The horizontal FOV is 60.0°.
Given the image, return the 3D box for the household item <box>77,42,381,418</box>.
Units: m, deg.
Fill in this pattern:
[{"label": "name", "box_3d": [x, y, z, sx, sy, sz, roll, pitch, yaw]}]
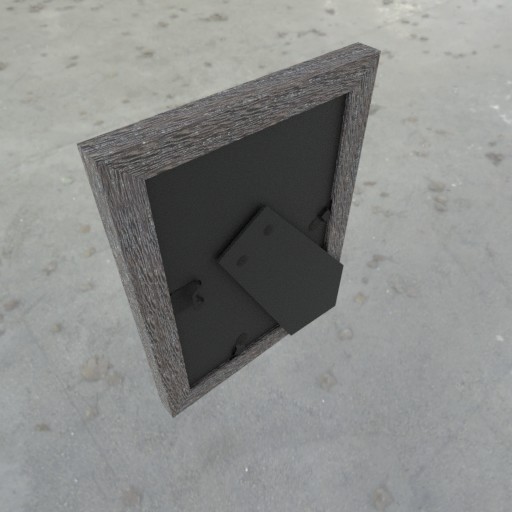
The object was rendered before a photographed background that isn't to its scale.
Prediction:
[{"label": "household item", "box_3d": [0.000, 0.000, 0.273, 0.160, 0.210, 0.020, -31, 53, -27]}]
